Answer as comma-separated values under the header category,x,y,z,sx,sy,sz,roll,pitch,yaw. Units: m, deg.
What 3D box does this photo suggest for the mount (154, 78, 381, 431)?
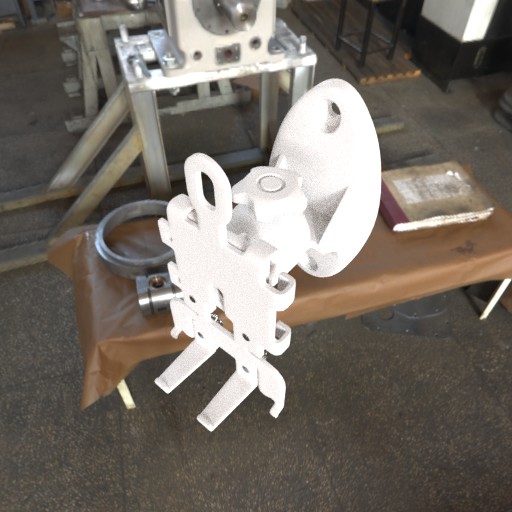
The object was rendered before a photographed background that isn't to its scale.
category,x,y,z,sx,sy,sz,roll,pitch,yaw
mount,0.000,0.000,0.177,0.066,0.118,0.100,31,55,25
